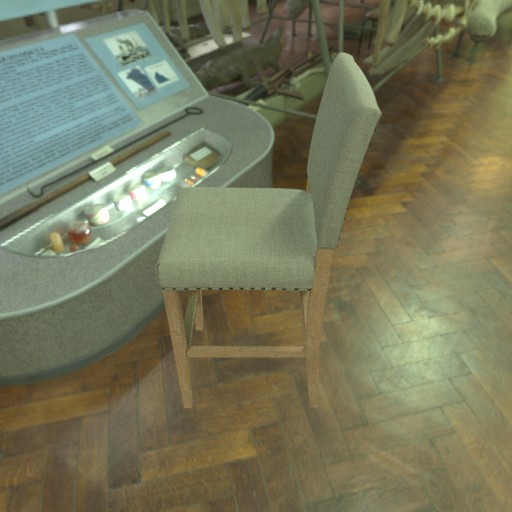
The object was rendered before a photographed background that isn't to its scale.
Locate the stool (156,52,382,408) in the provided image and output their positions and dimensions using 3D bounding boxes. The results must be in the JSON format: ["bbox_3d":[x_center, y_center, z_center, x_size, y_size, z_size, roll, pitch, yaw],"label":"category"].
[{"bbox_3d":[0.000,0.000,1.521,0.585,1.203,0.445,1,40,1],"label":"stool"}]
